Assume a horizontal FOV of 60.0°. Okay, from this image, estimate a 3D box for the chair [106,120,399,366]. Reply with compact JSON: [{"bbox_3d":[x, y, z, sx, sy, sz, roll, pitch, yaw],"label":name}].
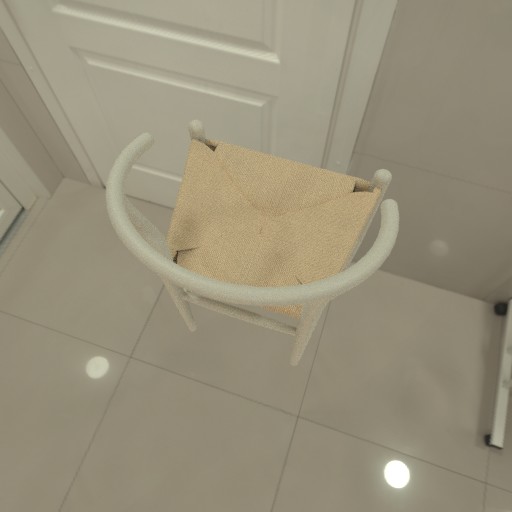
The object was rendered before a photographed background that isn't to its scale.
[{"bbox_3d":[0.000,0.000,1.085,0.533,0.736,0.500,17,65,8],"label":"chair"}]
